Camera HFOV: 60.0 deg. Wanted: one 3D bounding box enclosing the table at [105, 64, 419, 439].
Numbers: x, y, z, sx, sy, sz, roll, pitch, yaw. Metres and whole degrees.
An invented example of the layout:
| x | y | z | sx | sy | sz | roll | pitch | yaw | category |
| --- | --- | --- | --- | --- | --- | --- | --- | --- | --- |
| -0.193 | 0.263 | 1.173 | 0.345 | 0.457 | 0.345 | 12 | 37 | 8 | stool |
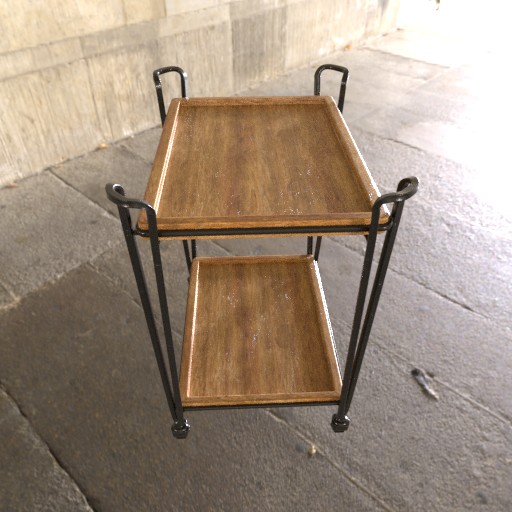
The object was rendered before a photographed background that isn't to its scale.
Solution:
| x | y | z | sx | sy | sz | roll | pitch | yaw | category |
| --- | --- | --- | --- | --- | --- | --- | --- | --- | --- |
| 0.000 | 0.000 | 1.180 | 0.505 | 0.785 | 0.672 | -2 | 40 | -2 | table |
